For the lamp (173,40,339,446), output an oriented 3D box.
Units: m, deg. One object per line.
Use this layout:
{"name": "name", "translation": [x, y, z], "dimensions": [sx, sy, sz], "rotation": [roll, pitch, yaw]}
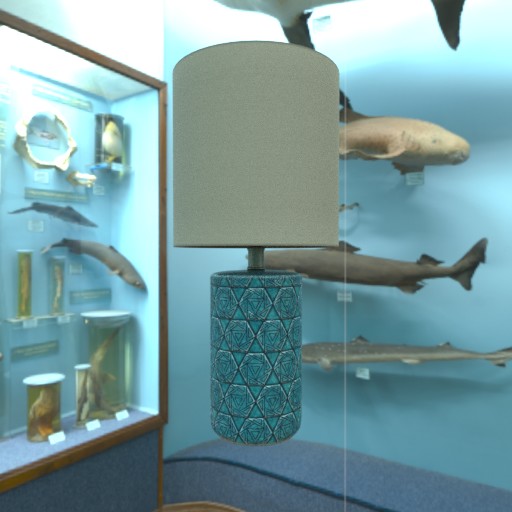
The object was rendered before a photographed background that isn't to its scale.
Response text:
{"name": "lamp", "translation": [0.000, 0.000, 0.753], "dimensions": [0.278, 0.597, 0.278], "rotation": [0, 0, 36]}
